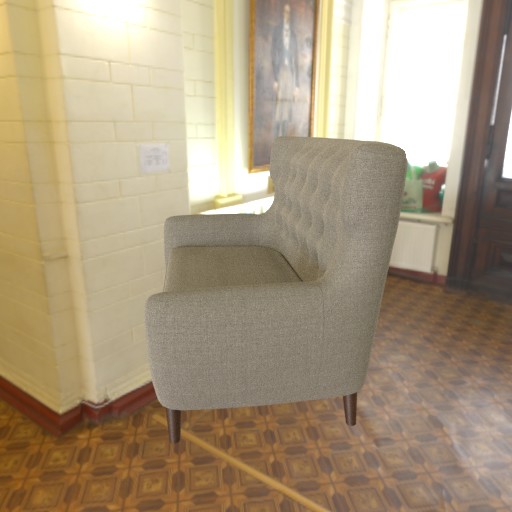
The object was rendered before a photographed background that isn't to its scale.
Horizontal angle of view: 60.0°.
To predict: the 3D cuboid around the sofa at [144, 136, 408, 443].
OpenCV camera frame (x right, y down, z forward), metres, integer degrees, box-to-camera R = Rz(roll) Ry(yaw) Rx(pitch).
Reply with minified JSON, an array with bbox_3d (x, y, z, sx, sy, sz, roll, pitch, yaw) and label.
[{"bbox_3d":[0.000,0.000,2.008,0.884,1.028,1.386,-2,16,-8],"label":"sofa"}]
